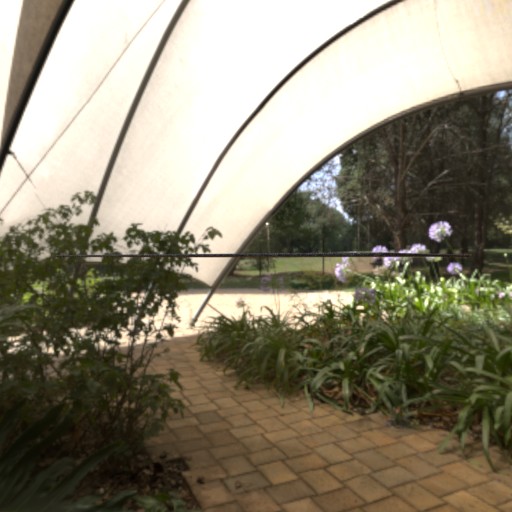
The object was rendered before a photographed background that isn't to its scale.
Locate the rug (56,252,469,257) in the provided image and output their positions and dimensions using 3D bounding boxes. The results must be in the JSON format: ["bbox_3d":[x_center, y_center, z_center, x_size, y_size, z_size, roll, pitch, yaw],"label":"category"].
[{"bbox_3d":[0.000,0.000,2.225,1.754,0.010,1.139,0,0,36],"label":"rug"}]
